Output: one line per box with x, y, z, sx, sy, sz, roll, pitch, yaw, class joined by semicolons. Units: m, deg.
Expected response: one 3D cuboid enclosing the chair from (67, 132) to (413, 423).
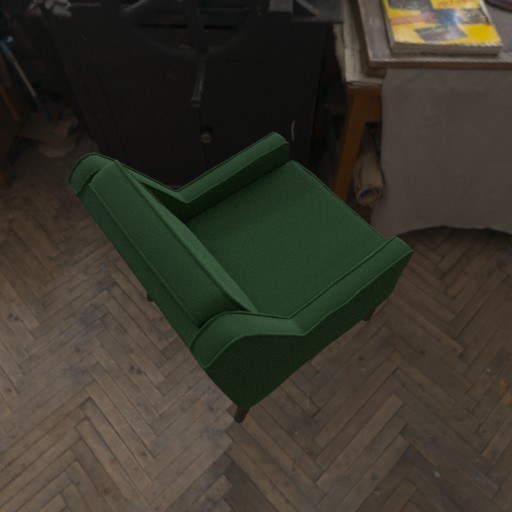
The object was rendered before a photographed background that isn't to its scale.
0.000;0.000;1.399;0.743;0.792;0.663;-33;63;-19;chair
